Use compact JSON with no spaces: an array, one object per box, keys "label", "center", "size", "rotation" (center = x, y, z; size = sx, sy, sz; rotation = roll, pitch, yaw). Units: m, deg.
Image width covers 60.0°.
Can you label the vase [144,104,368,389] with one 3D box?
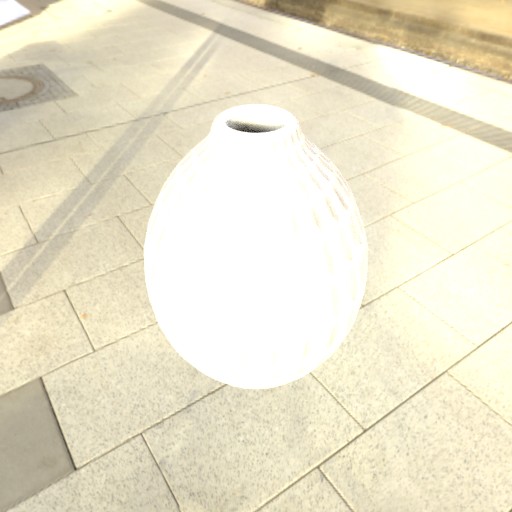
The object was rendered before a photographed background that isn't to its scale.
[{"label":"vase","center":[0.000,0.000,0.259],"size":[0.128,0.167,0.128],"rotation":[0,40,0]}]
